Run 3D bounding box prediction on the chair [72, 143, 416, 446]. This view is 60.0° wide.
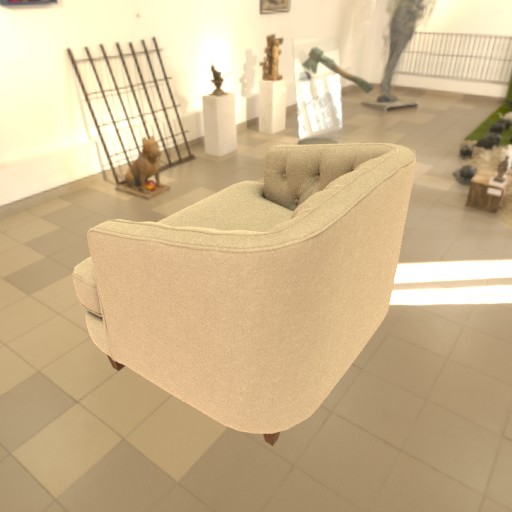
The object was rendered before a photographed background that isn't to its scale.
[{"bbox_3d":[0.000,0.000,1.760,0.941,0.852,1.104,21,37,30],"label":"chair"}]
